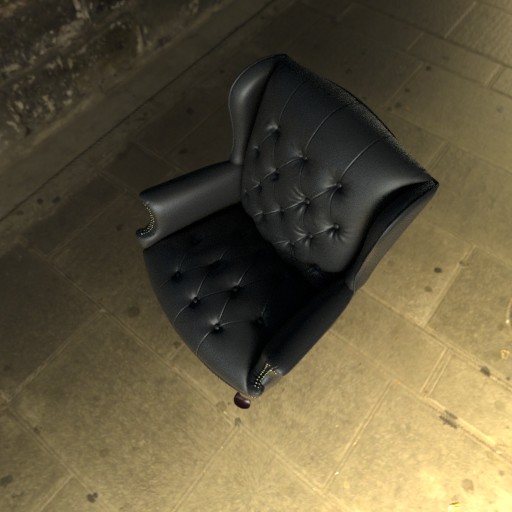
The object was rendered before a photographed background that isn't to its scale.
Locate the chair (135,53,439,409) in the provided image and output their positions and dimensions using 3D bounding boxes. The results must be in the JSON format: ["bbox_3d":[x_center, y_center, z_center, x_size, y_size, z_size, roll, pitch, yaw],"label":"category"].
[{"bbox_3d":[0.000,0.000,1.632,0.762,1.111,0.838,-34,67,-17],"label":"chair"}]
